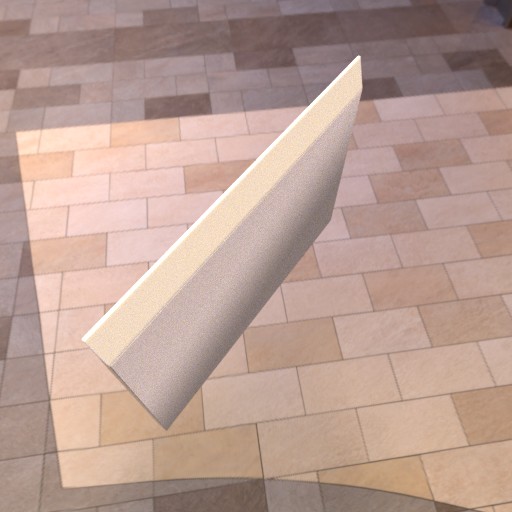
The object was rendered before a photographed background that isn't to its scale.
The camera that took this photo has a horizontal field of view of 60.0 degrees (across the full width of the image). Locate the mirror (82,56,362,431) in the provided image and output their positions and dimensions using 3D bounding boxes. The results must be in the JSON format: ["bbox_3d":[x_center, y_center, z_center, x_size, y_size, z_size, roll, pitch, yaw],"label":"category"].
[{"bbox_3d":[0.000,0.000,1.123,0.030,0.630,0.870,31,63,18],"label":"mirror"}]
